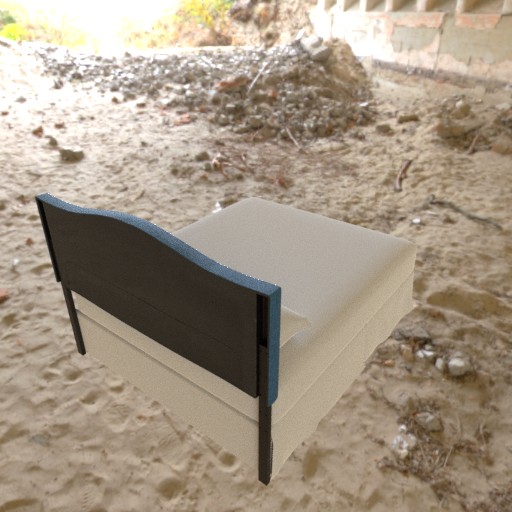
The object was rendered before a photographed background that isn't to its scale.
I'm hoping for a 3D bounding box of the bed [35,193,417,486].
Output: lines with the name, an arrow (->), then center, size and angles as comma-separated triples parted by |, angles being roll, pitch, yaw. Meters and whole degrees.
bed -> 0.000, 0.000, 2.862 | 1.610, 1.169, 1.872 | 20, 35, 32
